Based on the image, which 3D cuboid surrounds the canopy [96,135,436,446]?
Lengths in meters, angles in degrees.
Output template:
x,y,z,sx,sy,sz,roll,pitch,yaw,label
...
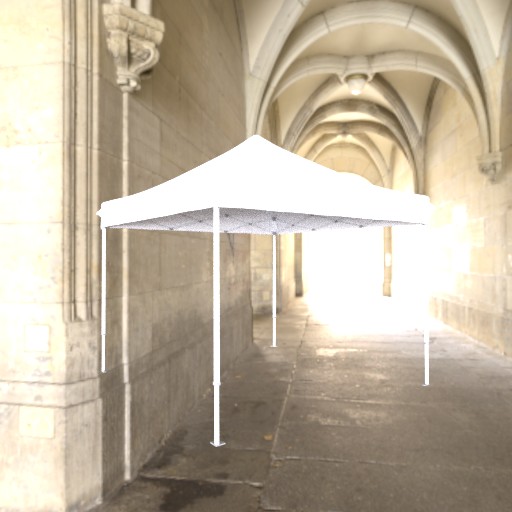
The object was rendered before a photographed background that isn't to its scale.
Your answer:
x,y,z,sx,sy,sz,roll,pitch,yaw,label
0.000,0.000,5.481,2.994,2.998,2.996,0,0,-36,canopy
